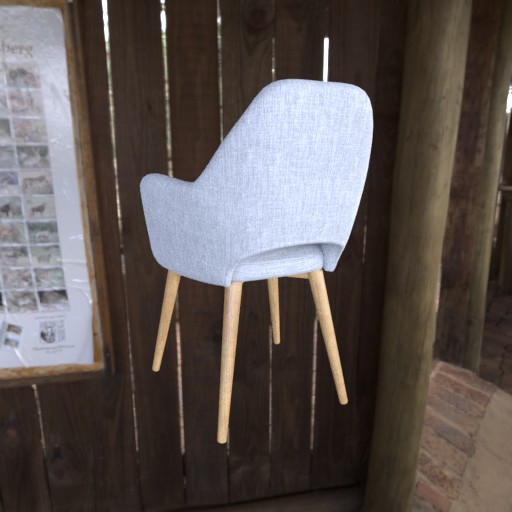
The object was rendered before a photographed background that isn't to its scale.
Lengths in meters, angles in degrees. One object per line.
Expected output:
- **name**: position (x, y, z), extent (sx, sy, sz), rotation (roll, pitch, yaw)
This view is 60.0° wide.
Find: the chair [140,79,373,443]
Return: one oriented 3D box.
- **chair**: position (0.000, 0.000, 1.229), extent (0.590, 0.840, 0.610), rotation (-7, 15, -27)
